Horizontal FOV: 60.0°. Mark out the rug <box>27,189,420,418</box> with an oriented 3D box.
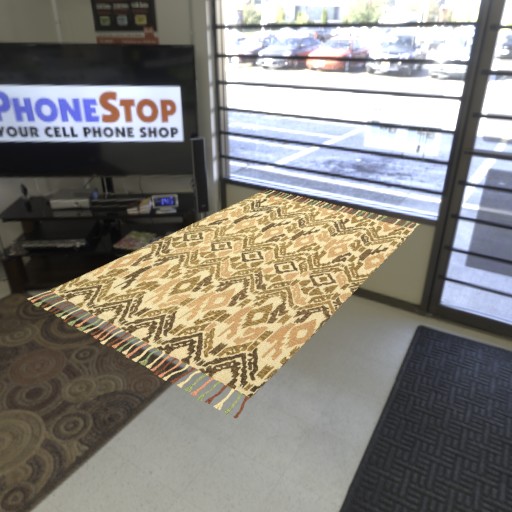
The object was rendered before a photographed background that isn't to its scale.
[{"bbox_3d":[0.000,0.000,3.039,1.524,0.008,2.438,18,32,31],"label":"rug"}]
